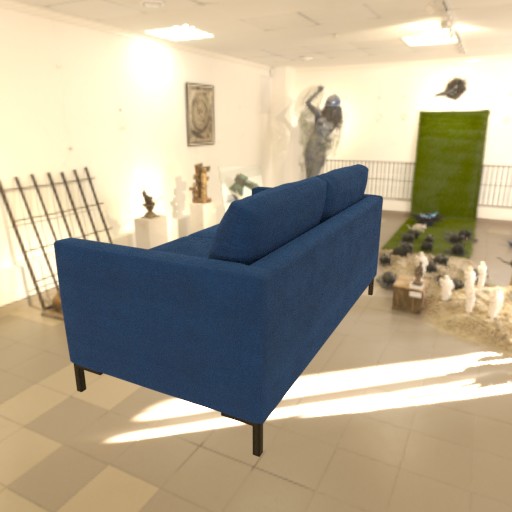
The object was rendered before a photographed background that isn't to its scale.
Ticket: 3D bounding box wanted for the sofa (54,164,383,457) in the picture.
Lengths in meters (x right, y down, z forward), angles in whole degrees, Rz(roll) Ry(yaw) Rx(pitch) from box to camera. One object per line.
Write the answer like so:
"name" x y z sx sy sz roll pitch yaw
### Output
"sofa" 0.000 0.000 2.184 0.875 0.817 1.676 8 18 26
